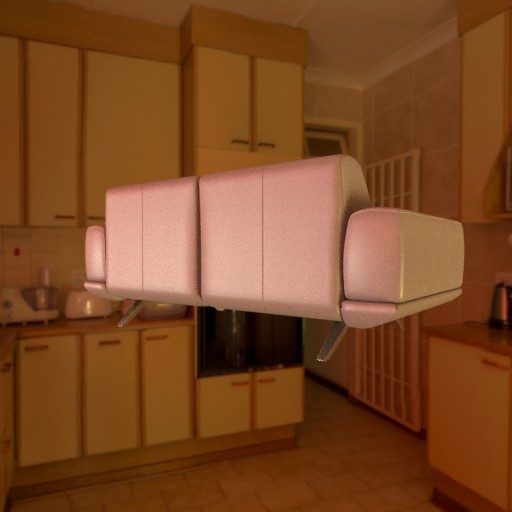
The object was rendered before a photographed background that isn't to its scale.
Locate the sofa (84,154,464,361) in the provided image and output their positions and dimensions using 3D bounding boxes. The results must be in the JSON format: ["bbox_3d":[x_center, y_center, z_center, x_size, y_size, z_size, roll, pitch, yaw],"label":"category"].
[{"bbox_3d":[0.000,0.000,2.381,1.901,0.772,0.900,0,1,38],"label":"sofa"}]
